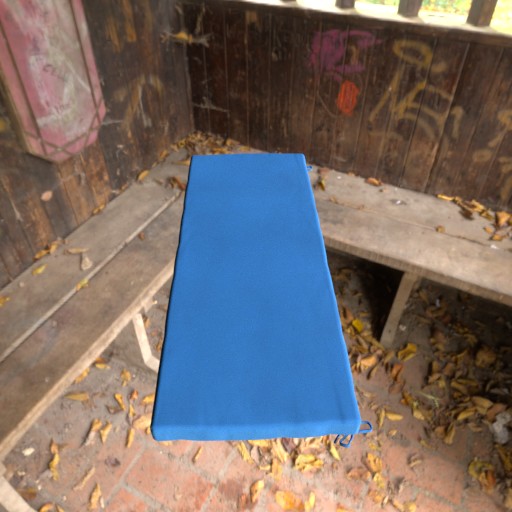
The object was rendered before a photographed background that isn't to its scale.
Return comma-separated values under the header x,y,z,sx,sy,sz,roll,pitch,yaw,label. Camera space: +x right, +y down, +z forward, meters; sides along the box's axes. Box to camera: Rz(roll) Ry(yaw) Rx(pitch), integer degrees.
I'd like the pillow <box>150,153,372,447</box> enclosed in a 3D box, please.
x,y,z,sx,sy,sz,roll,pitch,yaw,label
0.000,0.000,1.376,0.492,0.081,1.187,-1,43,-1,pillow
